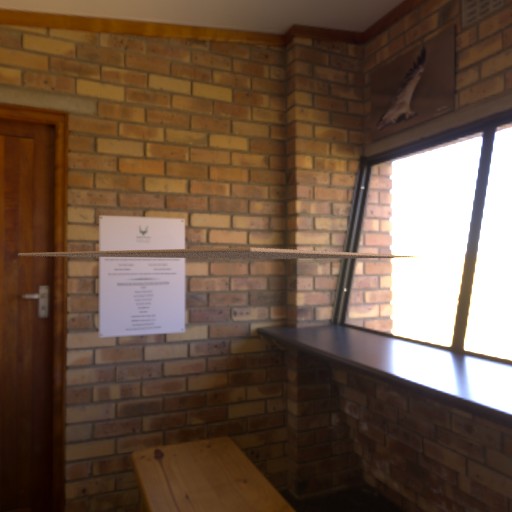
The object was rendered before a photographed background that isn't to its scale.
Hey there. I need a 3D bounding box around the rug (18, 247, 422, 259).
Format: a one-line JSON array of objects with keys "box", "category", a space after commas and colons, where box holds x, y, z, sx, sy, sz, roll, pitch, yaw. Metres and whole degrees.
[{"box": [0.000, 0.000, 2.860, 1.526, 0.014, 2.290, -1, -1, 34], "category": "rug"}]
